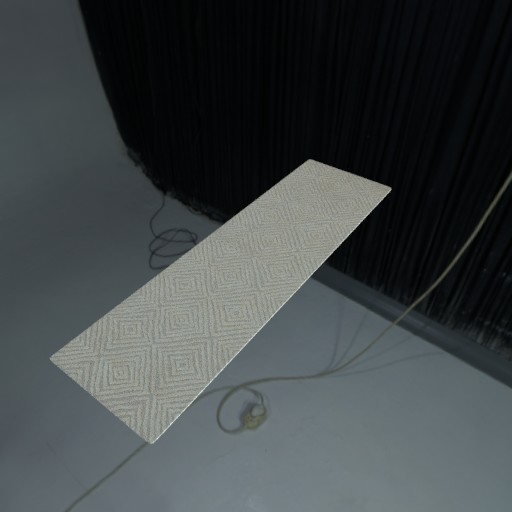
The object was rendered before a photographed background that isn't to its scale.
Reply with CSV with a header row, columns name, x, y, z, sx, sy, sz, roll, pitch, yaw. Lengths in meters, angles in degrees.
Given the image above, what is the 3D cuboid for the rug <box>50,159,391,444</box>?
name,x,y,z,sx,sy,sz,roll,pitch,yaw
rug,0.000,0.000,2.567,0.676,0.008,2.277,26,48,27
